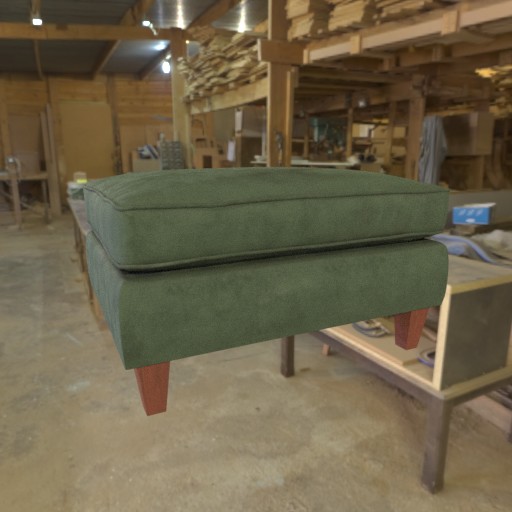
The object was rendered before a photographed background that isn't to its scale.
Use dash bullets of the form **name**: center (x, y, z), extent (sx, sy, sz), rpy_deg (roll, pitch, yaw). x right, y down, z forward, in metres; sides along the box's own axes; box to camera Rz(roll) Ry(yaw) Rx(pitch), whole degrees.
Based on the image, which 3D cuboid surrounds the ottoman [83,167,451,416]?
- **ottoman**: center (0.000, 0.000, 1.268), extent (0.864, 0.495, 0.632), rpy_deg (-7, 15, -25)
